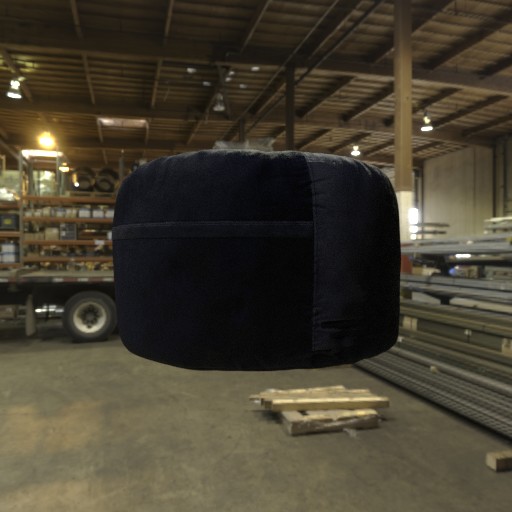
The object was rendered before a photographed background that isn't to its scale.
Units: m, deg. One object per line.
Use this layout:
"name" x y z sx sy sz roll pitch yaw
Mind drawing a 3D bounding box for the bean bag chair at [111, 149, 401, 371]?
"bean bag chair" 0.000 0.000 1.967 1.219 0.762 1.219 0 1 0
